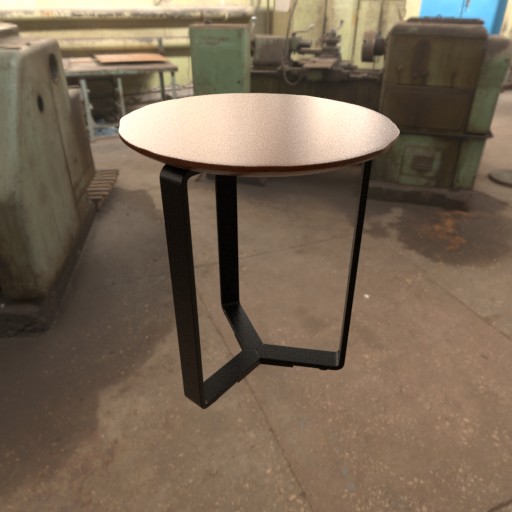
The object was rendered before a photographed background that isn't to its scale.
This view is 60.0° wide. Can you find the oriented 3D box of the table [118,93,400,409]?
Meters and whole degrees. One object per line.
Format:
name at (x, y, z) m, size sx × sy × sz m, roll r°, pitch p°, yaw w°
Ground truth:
table at (0.000, 0.000, 0.745) m, size 0.380 × 0.450 × 0.410 m, roll -11°, pitch 32°, yaw -18°
